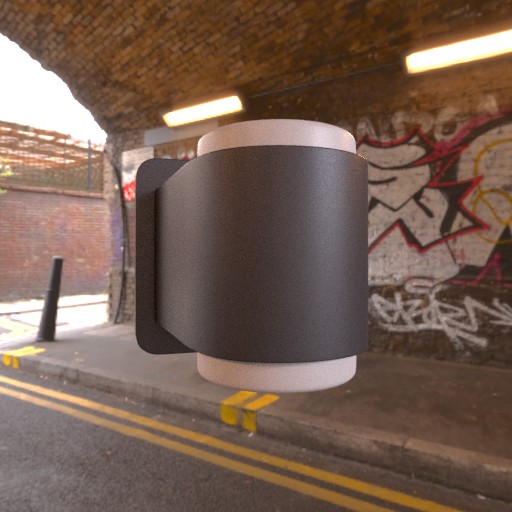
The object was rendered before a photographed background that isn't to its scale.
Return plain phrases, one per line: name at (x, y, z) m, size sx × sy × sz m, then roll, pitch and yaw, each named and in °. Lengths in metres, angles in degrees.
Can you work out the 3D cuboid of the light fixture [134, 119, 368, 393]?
light fixture at (0.000, 0.000, 0.214) m, size 0.109 × 0.109 × 0.132 m, roll 0°, pitch 0°, yaw -18°
